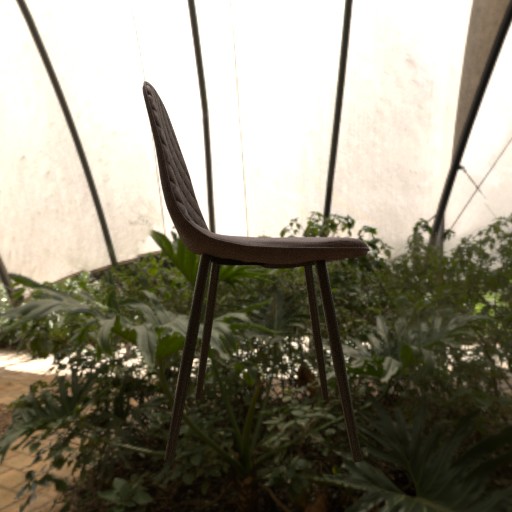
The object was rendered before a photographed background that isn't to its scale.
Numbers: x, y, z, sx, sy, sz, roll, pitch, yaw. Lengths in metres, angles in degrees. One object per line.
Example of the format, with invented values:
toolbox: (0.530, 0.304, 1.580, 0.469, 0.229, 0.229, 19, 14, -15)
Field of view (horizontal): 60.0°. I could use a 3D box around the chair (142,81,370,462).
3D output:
chair: (0.000, 0.000, 1.182, 0.561, 0.889, 0.472, 0, -2, 0)
